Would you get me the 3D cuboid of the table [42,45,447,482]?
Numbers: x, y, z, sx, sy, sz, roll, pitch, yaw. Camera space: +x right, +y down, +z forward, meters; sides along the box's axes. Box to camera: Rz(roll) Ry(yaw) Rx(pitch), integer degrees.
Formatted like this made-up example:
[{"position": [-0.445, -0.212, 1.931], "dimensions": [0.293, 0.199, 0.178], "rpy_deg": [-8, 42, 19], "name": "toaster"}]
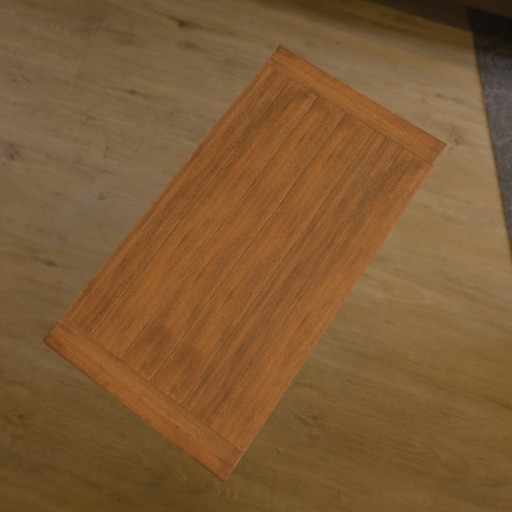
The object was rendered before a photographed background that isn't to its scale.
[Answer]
[{"position": [0.000, 0.000, 1.645], "dimensions": [0.693, 0.494, 1.270], "rpy_deg": [34, 79, 8], "name": "table"}]
